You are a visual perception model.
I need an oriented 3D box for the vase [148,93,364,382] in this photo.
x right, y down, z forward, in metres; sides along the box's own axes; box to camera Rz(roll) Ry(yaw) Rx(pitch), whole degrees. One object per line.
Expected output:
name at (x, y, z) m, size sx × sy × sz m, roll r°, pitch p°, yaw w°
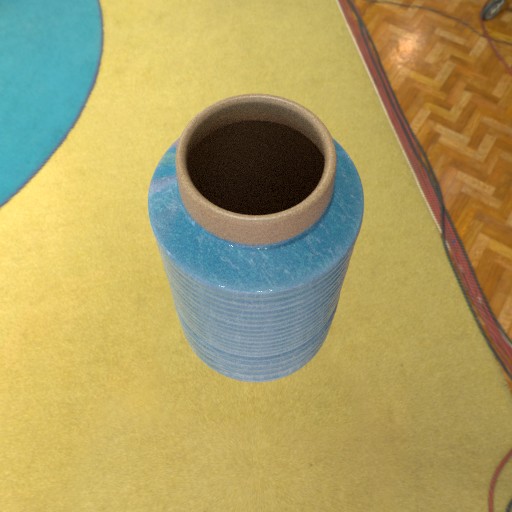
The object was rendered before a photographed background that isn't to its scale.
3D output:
vase at (0.000, 0.000, 0.367) m, size 0.163 × 0.267 × 0.163 m, roll 0°, pitch 64°, yaw 0°
